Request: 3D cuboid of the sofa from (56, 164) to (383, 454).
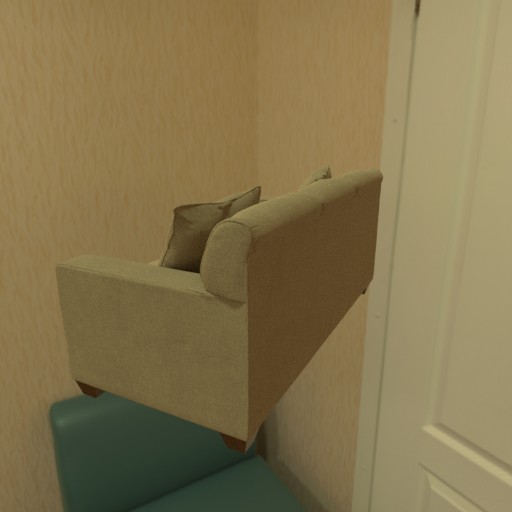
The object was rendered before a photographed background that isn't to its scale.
[{"bbox_3d":[0.000,0.000,2.589,0.997,0.958,2.024,9,19,26],"label":"sofa"}]
